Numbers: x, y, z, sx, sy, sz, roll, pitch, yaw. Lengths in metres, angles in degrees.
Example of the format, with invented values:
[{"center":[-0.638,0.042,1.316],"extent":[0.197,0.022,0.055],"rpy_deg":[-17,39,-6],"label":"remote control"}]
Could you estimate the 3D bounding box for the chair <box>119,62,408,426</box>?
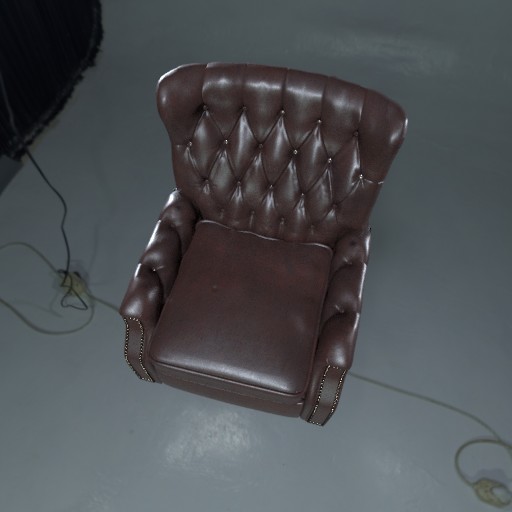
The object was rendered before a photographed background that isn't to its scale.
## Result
[{"center":[0.000,0.000,1.446],"extent":[0.709,0.864,0.823],"rpy_deg":[12,59,7],"label":"chair"}]
